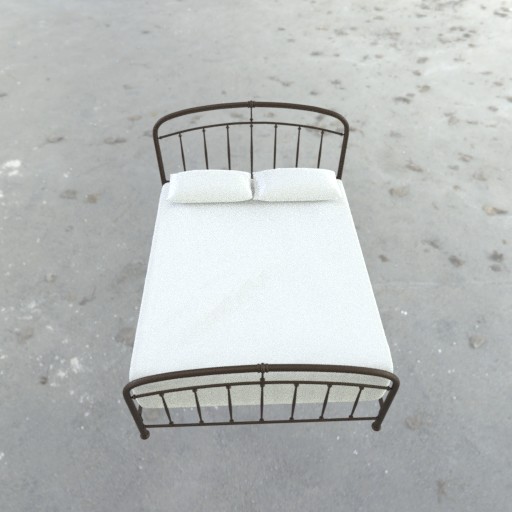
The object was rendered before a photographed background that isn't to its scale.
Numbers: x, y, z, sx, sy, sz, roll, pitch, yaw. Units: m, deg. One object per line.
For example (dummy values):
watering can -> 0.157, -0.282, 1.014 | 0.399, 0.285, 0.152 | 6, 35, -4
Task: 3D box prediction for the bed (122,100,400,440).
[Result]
bed -> 0.000, 0.000, 3.376 | 1.711, 1.425, 2.180 | -1, 46, -1
